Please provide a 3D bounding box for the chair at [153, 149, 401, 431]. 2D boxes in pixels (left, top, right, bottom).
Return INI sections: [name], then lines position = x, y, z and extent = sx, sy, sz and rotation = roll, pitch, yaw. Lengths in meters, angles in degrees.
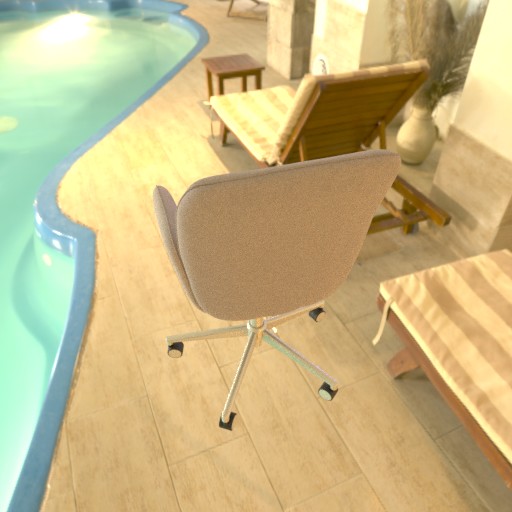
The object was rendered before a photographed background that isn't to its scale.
[chair]
position = 0.000, 0.000, 1.393
extent = 0.648, 0.959, 0.654
rotation = -12, 41, -14
